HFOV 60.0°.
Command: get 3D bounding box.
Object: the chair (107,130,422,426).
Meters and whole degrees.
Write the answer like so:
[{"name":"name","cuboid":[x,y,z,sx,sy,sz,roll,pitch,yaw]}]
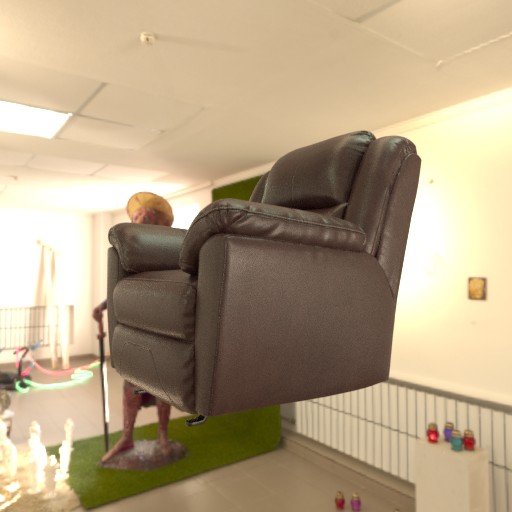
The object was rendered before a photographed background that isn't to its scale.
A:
[{"name":"chair","cuboid":[0.000,0.000,1.861,1.041,1.093,0.990,1,-2,-37]}]
